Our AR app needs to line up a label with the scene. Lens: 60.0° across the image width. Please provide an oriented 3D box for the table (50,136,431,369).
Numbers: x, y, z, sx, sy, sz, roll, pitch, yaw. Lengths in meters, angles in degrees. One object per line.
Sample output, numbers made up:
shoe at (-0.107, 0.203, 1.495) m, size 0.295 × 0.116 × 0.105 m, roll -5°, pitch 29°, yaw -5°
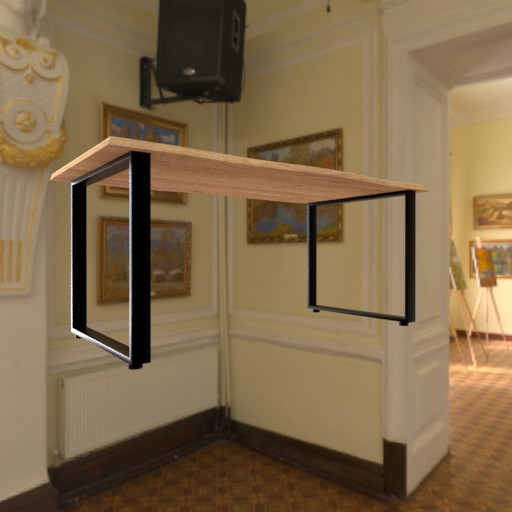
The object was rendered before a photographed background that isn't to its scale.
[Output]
table at (0.000, 0.000, 2.295) m, size 1.800 × 0.780 × 0.900 m, roll 0°, pitch 0°, yaw -36°
